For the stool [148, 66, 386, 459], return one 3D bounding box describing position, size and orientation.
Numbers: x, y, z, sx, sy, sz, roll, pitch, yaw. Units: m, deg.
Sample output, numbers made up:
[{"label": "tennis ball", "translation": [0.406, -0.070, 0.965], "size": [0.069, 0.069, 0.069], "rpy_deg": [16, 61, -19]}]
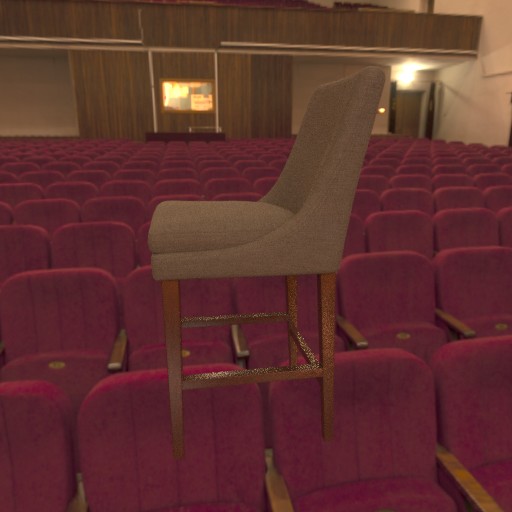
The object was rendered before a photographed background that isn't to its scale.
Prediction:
[{"label": "stool", "translation": [0.000, 0.000, 1.286], "size": [0.577, 0.981, 0.470], "rpy_deg": [-2, 15, -9]}]
